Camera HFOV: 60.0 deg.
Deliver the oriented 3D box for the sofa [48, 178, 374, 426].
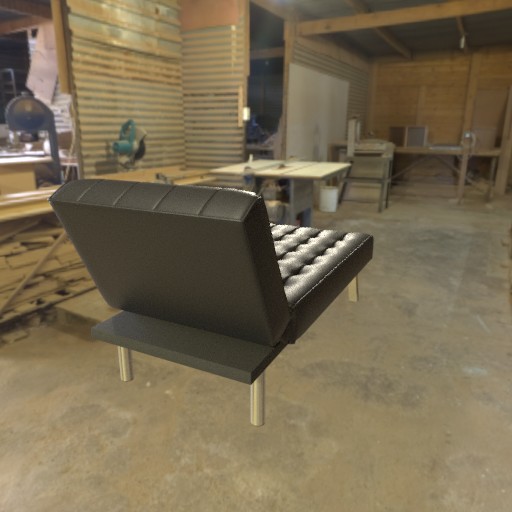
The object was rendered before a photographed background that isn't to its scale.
[{"bbox_3d":[0.000,0.000,2.050,0.760,0.820,1.560,8,19,26],"label":"sofa"}]
